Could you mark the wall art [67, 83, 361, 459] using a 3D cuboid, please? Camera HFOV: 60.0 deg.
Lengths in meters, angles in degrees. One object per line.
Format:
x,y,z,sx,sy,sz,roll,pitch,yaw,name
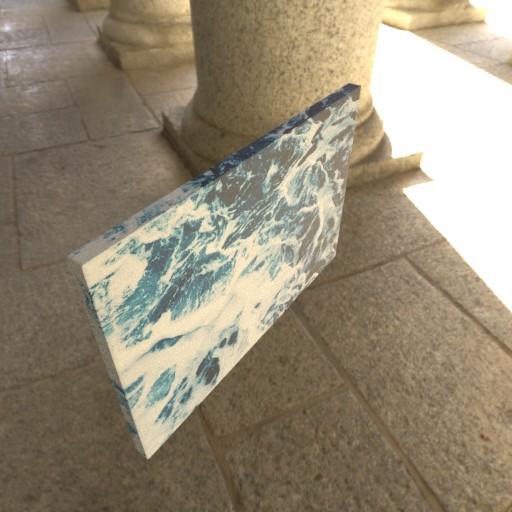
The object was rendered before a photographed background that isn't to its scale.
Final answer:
0.000,0.000,1.130,0.042,0.610,0.915,25,47,27,wall art
